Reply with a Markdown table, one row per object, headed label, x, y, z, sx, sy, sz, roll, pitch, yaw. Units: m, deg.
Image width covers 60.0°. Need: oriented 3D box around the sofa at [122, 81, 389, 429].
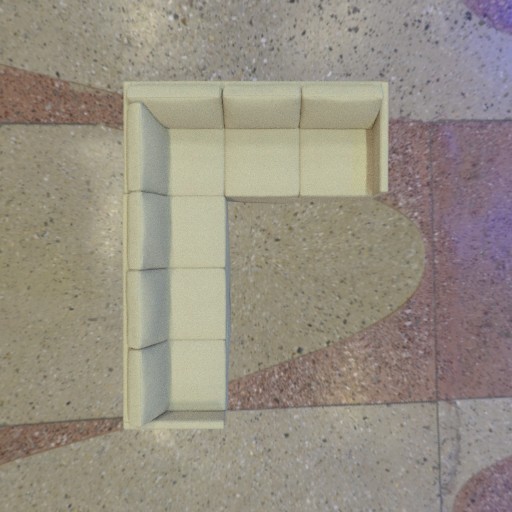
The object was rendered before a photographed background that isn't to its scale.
| label | x | y | z | sx | sy | sz | roll | pitch | yaw |
| --- | --- | --- | --- | --- | --- | --- | --- | --- | --- |
| sofa | 0.000 | 0.000 | 4.278 | 2.432 | 0.871 | 3.182 | 0 | 91 | -1 |
